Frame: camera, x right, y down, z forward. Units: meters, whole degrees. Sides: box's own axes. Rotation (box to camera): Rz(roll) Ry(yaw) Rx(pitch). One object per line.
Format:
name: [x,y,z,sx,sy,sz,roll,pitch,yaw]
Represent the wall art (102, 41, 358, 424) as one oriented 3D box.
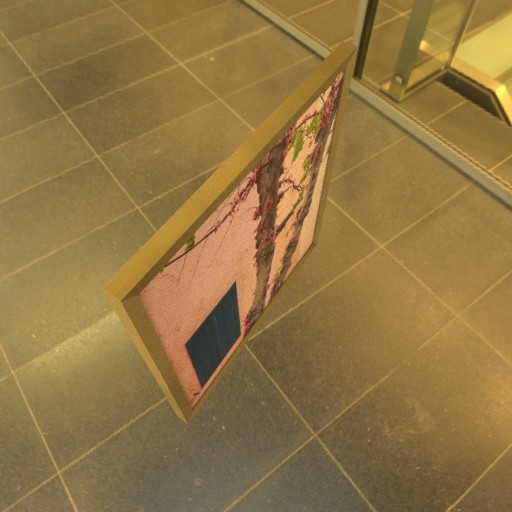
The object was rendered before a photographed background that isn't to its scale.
wall art: [0.000,0.000,1.136,0.038,0.762,0.762,29,61,18]
